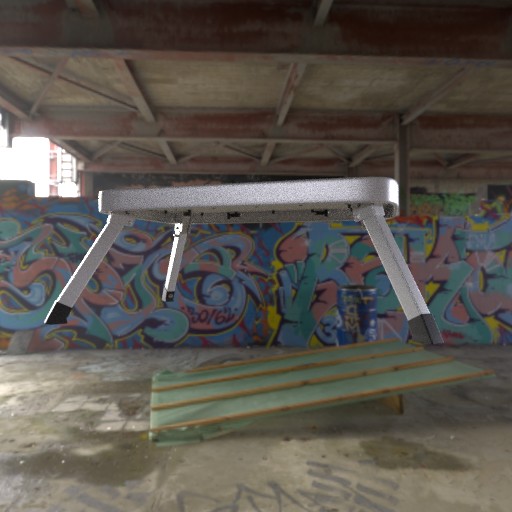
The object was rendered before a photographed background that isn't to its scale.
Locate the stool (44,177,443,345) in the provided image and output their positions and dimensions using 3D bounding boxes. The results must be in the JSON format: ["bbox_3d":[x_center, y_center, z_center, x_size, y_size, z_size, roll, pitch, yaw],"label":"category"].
[{"bbox_3d":[0.000,0.000,0.629,0.460,0.170,0.320,0,0,17],"label":"stool"}]
